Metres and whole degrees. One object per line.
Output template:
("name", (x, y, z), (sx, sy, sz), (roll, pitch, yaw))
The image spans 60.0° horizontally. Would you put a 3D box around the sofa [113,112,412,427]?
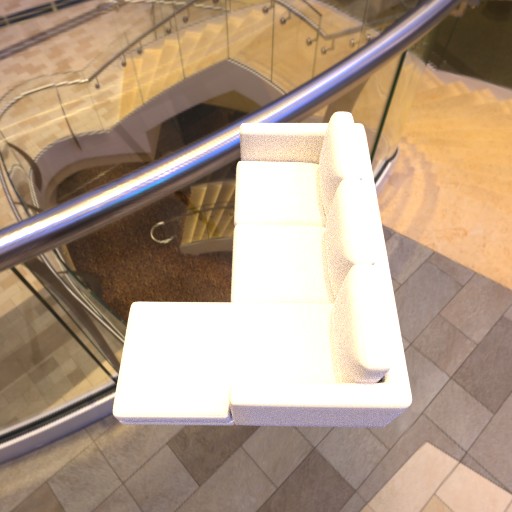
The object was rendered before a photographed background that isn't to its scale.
("sofa", (0.000, 0.000, 2.914), (1.580, 0.899, 2.029), (0, 58, 0))
